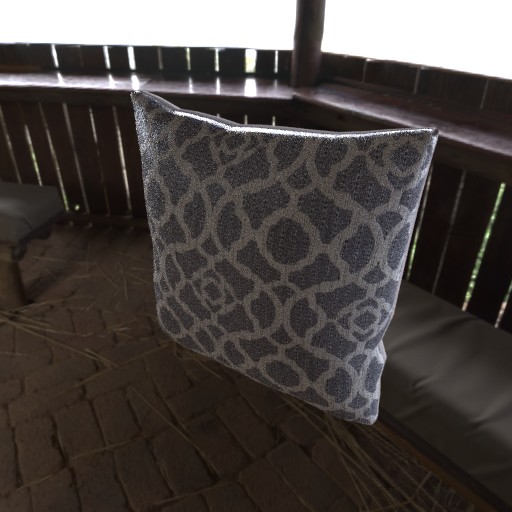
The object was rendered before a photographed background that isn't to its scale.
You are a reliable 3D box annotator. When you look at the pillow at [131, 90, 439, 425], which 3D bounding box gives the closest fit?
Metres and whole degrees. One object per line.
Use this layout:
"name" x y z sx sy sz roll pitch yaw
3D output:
"pillow" 0.000 0.000 0.760 0.508 0.498 0.215 18 34 28
